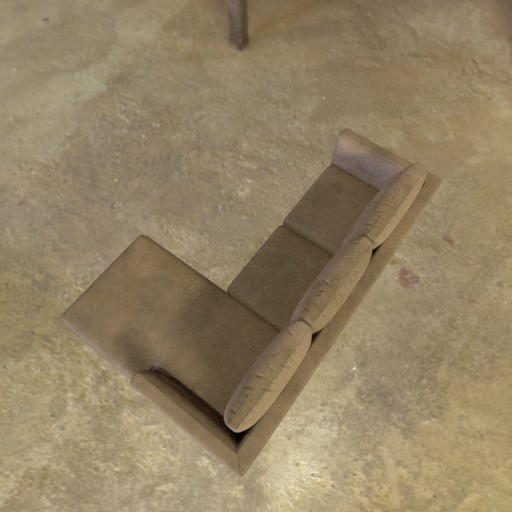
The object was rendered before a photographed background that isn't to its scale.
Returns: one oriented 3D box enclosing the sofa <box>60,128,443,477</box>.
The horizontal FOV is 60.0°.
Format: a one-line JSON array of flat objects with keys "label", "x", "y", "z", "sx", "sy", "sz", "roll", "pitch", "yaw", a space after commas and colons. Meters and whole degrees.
[{"label": "sofa", "x": 0.000, "y": 0.000, "z": 3.250, "sx": 1.622, "sy": 0.987, "sz": 2.438, "roll": 34, "pitch": 69, "yaw": 15}]
